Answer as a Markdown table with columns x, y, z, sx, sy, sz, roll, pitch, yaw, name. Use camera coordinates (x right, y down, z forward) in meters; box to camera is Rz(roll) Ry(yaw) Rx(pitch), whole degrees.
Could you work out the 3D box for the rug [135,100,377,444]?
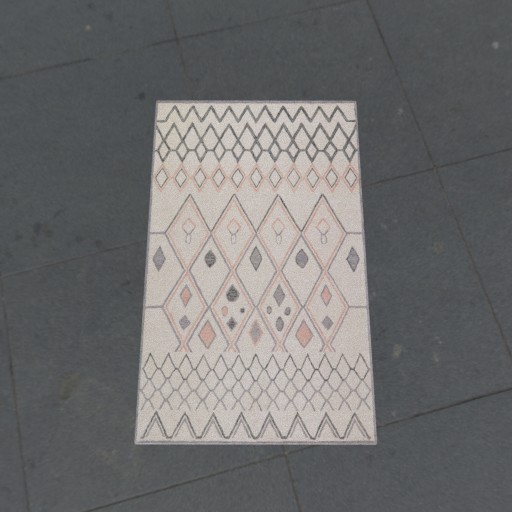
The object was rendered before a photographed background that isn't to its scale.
| x | y | z | sx | sy | sz | roll | pitch | yaw | name |
| --- | --- | --- | --- | --- | --- | --- | --- | --- | --- |
| 0.000 | 0.000 | 3.080 | 1.524 | 0.015 | 2.438 | 0 | 76 | 0 | rug |
